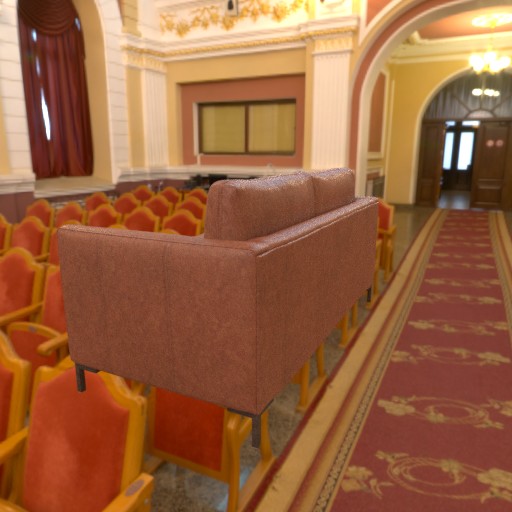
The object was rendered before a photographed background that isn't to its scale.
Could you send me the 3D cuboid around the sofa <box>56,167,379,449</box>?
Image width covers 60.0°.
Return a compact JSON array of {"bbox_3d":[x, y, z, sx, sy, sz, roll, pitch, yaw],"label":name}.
[{"bbox_3d":[0.000,0.000,2.308,0.899,0.883,1.797,6,14,25],"label":"sofa"}]
